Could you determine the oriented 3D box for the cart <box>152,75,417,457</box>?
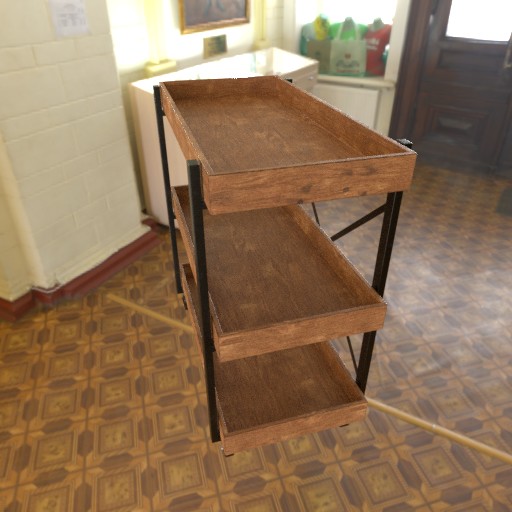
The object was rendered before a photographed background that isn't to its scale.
[{"bbox_3d":[0.000,0.000,1.226,0.411,0.800,0.750,-9,33,-14],"label":"cart"}]
